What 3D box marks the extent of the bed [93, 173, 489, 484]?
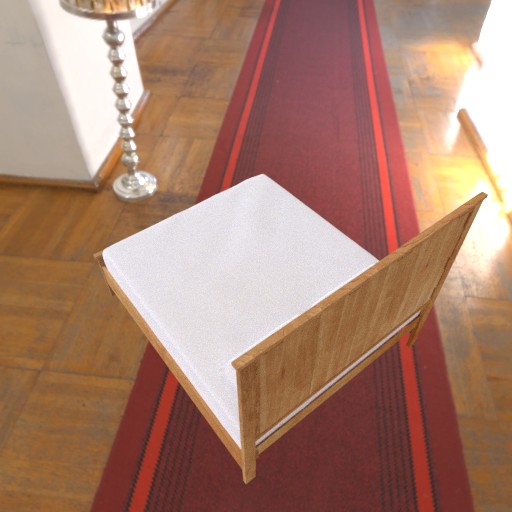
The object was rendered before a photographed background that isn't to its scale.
[{"bbox_3d":[0.000,0.000,4.073,2.225,1.938,2.530,-30,54,-25],"label":"bed"}]
